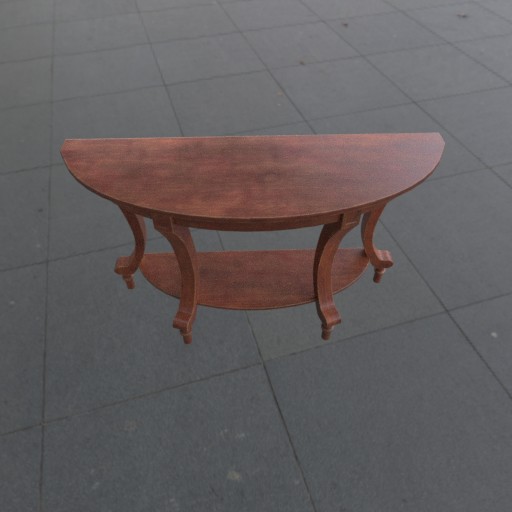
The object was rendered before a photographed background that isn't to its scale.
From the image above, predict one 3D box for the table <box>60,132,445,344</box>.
[{"bbox_3d":[0.000,0.000,1.532,1.198,0.699,0.394,-1,46,-1],"label":"table"}]
